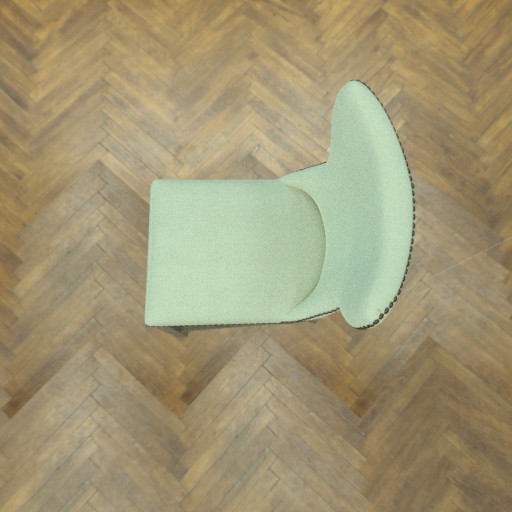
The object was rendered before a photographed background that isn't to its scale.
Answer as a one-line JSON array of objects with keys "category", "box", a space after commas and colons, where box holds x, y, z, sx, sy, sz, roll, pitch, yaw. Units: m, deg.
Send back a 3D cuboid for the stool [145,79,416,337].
[{"category": "stool", "box": [0.000, 0.000, 1.289, 0.608, 0.981, 0.498, -1, 76, 0]}]
